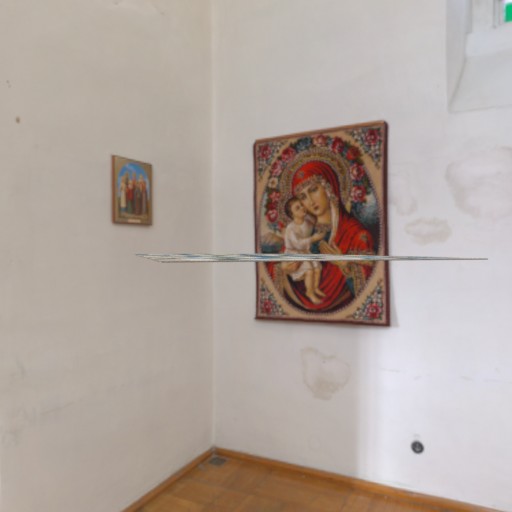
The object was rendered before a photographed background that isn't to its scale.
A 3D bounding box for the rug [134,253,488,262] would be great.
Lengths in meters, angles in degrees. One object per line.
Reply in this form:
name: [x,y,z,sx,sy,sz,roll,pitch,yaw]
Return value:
rug: [0.000,0.000,2.994,1.507,0.007,2.433,0,1,-18]
